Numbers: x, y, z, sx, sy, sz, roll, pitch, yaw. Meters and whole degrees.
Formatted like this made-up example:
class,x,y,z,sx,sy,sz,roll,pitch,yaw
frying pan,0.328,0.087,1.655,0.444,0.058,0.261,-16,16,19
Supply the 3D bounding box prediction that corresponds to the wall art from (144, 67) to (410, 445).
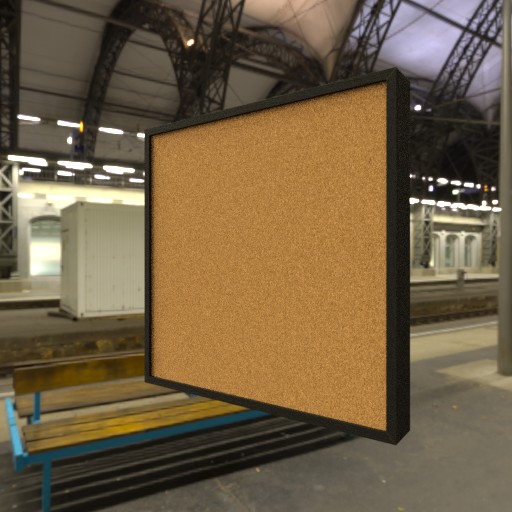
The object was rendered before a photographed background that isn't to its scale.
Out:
class,x,y,z,sx,sy,sz,roll,pitch,yaw
wall art,0.000,0.000,0.461,0.305,0.305,0.037,0,0,36
